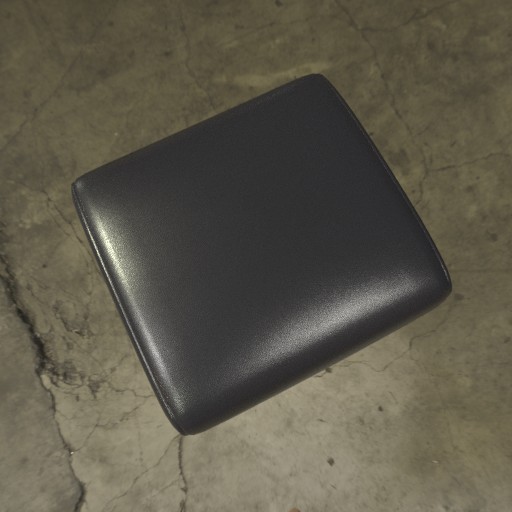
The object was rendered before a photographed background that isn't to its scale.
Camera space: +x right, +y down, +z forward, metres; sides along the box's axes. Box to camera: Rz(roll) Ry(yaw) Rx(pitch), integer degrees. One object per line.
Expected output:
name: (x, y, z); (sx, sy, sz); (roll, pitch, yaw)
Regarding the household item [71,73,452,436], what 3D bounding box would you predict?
household item: (0.000, 0.000, 0.904); (0.530, 0.410, 0.530); (-26, 77, -6)
